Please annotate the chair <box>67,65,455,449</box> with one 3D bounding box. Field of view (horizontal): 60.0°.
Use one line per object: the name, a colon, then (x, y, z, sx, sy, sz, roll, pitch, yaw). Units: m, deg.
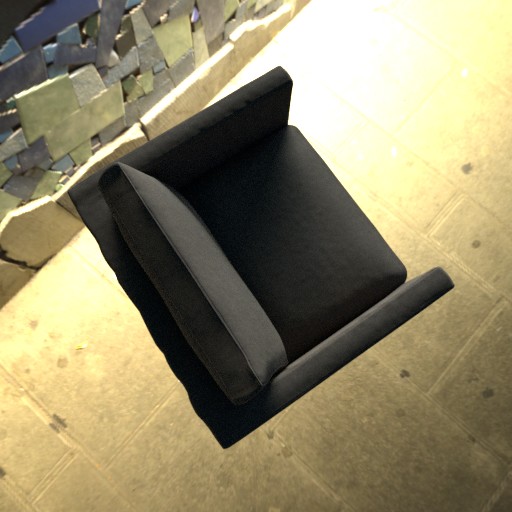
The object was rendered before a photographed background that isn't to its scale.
chair: (0.000, 0.000, 1.758, 0.949, 0.863, 1.057, -33, 78, -8)
